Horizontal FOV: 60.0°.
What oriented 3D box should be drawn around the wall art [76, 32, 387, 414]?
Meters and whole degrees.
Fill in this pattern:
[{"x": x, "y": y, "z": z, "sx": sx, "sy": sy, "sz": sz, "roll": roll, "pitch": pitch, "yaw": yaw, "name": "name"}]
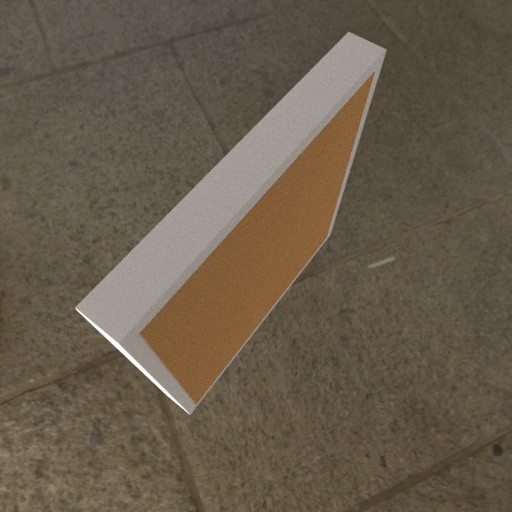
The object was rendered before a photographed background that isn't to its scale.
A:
[{"x": 0.000, "y": 0.000, "z": 0.446, "sx": 0.037, "sy": 0.305, "sz": 0.305, "roll": 34, "pitch": 68, "yaw": 16, "name": "wall art"}]
